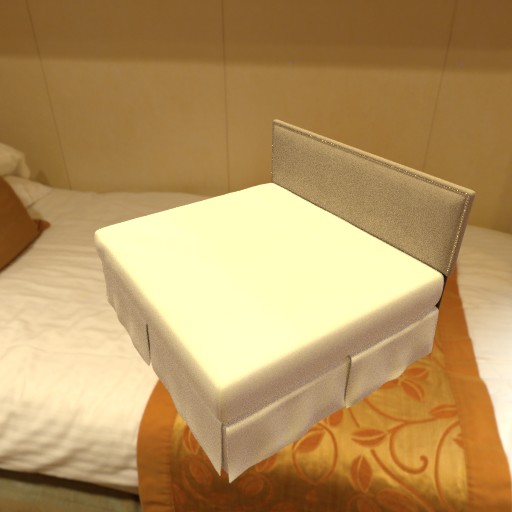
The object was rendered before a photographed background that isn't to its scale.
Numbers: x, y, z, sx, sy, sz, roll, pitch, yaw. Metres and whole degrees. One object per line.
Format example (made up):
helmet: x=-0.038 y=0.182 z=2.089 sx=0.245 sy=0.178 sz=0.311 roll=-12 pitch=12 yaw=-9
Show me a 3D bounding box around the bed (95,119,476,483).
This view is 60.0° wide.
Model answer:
bed: x=0.000 y=0.000 z=3.384 sx=1.914 sy=1.346 sz=2.170 roll=-20 pitch=37 yaw=-29
